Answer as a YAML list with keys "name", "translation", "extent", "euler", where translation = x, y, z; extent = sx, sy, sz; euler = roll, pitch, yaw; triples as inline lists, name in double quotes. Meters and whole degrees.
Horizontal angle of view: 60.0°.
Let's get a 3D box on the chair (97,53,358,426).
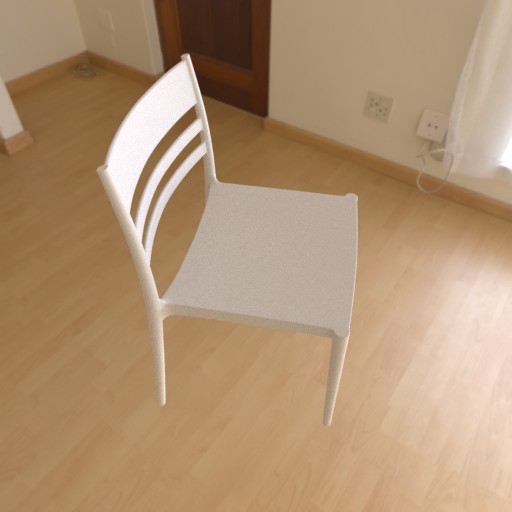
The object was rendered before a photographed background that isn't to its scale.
- name: "chair"
  translation: [0.000, 0.000, 1.133]
  extent: [0.511, 0.800, 0.531]
  euler: [8, 47, 8]
